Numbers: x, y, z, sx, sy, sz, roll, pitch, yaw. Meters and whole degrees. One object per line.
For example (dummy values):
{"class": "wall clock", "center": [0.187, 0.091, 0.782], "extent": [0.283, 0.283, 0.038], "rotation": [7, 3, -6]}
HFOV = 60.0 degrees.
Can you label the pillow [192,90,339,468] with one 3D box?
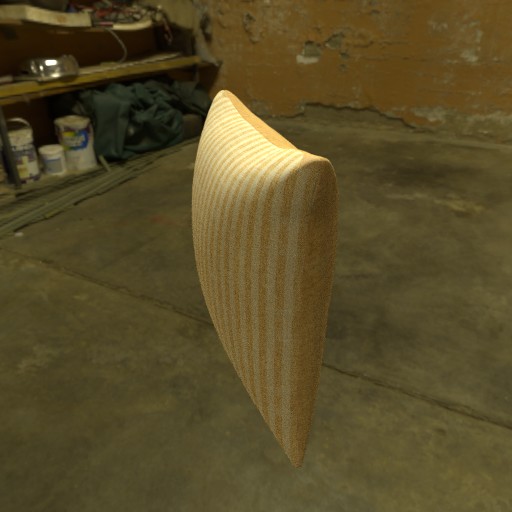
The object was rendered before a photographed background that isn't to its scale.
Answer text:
{"class": "pillow", "center": [0.000, 0.000, 0.651], "extent": [0.173, 0.407, 0.419], "rotation": [-8, 30, -14]}
